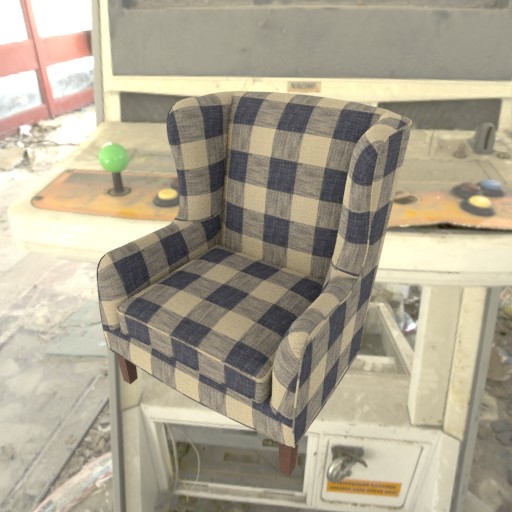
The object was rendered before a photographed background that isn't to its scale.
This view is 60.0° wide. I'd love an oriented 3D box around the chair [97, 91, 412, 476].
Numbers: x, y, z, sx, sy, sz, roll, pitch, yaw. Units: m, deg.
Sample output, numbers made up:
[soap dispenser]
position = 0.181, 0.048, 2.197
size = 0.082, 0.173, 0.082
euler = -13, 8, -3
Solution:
[chair]
position = 0.000, 0.000, 1.667
size = 0.830, 1.041, 0.889
euler = 18, 35, 28
